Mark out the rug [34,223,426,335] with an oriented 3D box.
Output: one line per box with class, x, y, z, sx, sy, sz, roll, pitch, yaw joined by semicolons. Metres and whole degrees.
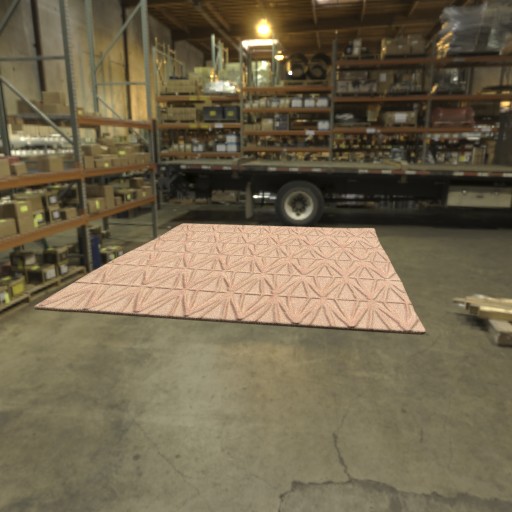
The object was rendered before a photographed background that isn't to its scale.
rug;0.000;0.000;4.138;2.453;0.043;3.052;2;15;9
